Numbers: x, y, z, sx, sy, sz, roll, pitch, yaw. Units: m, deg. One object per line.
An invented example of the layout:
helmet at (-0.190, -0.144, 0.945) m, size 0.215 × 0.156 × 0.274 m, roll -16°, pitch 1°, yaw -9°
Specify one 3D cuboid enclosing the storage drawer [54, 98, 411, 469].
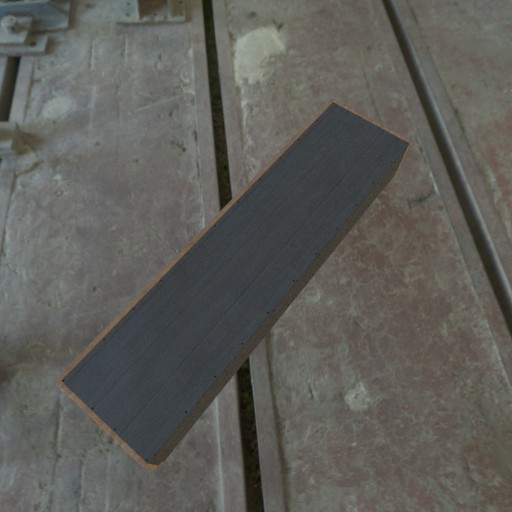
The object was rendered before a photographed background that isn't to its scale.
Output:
storage drawer at (0.000, 0.000, 2.221) m, size 0.538 × 0.264 × 2.032 m, roll 35°, pitch 68°, yaw 17°
